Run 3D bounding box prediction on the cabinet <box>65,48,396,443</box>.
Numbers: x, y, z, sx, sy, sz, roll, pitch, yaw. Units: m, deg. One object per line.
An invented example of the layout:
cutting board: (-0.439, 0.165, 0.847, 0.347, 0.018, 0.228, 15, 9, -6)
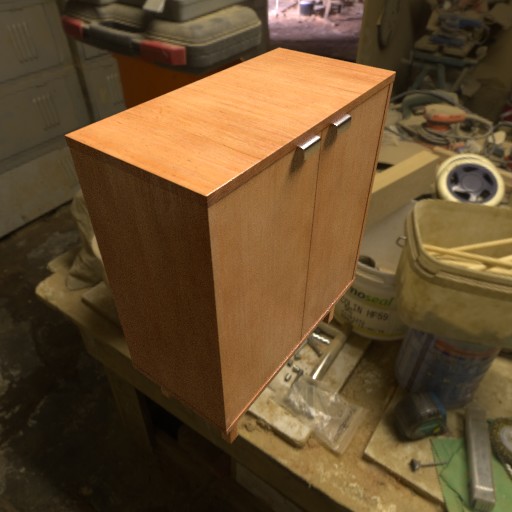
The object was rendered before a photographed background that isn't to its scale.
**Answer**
cabinet: (0.000, 0.000, 1.406, 0.419, 1.001, 0.800, 26, 47, 27)
